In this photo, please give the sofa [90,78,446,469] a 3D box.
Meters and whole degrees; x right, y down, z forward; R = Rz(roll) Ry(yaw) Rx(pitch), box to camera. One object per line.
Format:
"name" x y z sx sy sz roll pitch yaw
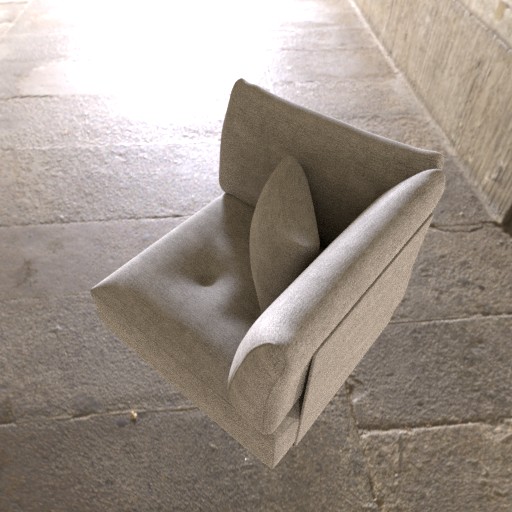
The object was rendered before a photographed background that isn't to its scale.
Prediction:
"sofa" 0.000 0.000 1.728 1.000 0.820 1.000 31 54 26
